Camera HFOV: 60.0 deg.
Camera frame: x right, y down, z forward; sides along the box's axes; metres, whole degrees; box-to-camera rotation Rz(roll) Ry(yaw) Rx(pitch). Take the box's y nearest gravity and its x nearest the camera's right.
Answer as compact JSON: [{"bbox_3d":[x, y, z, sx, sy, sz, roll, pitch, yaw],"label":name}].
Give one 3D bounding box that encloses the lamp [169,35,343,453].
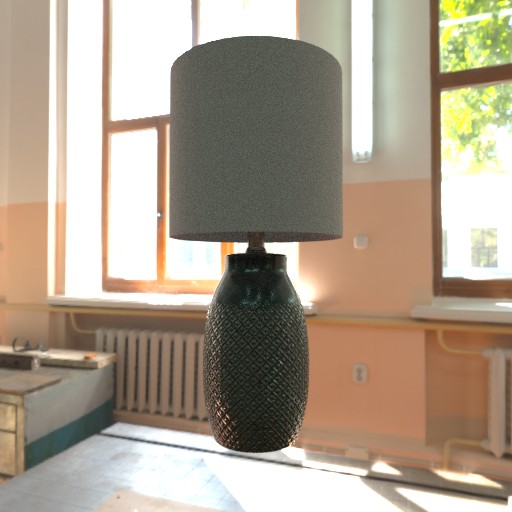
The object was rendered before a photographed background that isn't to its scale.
[{"bbox_3d":[0.000,0.000,0.562,0.217,0.453,0.217,1,-2,-35],"label":"lamp"}]
